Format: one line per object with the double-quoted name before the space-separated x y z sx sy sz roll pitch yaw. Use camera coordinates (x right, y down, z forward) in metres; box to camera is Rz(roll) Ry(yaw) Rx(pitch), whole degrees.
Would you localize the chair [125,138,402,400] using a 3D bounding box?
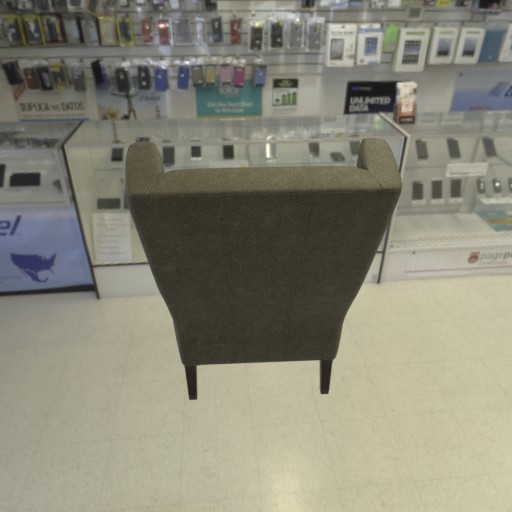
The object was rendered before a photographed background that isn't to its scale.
"chair" 0.000 0.000 1.706 0.853 1.016 0.926 -2 32 -3
